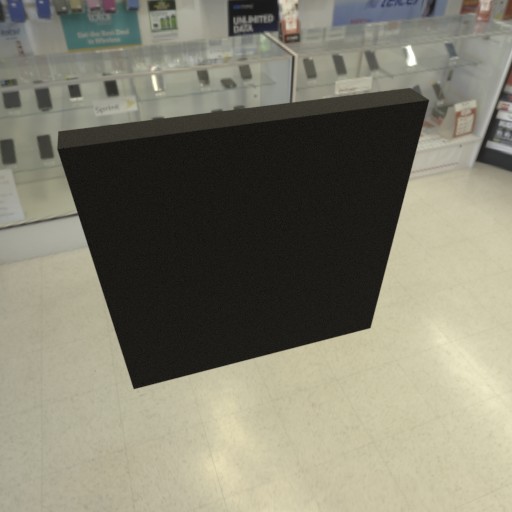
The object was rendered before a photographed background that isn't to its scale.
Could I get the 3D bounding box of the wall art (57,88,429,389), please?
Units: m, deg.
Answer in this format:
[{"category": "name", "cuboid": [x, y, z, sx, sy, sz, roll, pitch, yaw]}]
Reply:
[{"category": "wall art", "cuboid": [0.000, 0.000, 0.462, 0.308, 0.305, 0.030, -12, 42, -13]}]
